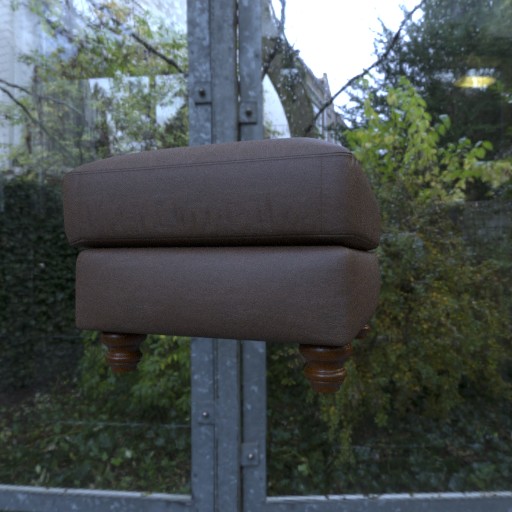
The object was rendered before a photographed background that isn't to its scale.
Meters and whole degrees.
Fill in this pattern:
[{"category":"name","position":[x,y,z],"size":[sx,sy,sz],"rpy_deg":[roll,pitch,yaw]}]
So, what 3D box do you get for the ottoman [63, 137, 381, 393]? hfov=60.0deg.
[{"category":"ottoman","position":[0.000,0.000,1.198],"size":[0.635,0.508,0.787],"rpy_deg":[0,0,19]}]
